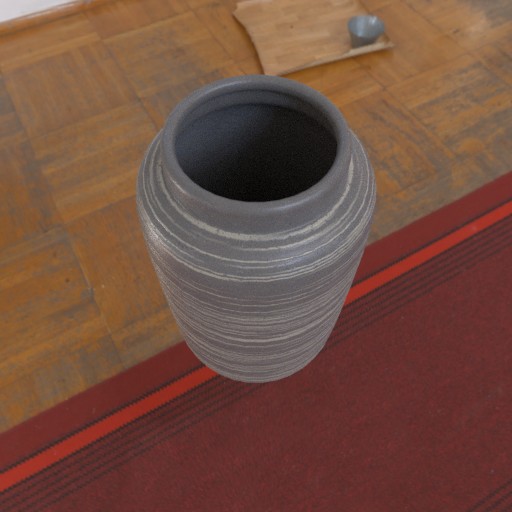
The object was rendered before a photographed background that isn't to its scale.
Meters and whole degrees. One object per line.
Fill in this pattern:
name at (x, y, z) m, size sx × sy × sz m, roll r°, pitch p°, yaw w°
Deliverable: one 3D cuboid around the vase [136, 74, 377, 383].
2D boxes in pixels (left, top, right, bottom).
vase at (0.000, 0.000, 0.680) m, size 0.297 × 0.499 × 0.297 m, roll 0°, pitch 59°, yaw 0°
